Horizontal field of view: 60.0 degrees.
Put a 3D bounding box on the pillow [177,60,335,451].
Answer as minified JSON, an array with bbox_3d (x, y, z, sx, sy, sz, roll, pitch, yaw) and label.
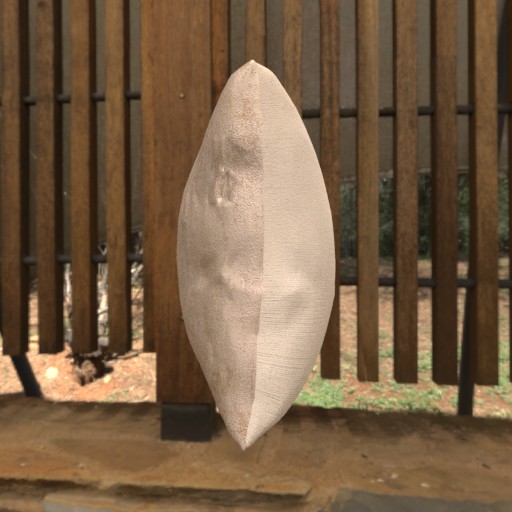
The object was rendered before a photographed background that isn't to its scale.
[{"bbox_3d":[0.000,0.000,0.722,0.245,0.448,0.450,0,-1,0],"label":"pillow"}]
